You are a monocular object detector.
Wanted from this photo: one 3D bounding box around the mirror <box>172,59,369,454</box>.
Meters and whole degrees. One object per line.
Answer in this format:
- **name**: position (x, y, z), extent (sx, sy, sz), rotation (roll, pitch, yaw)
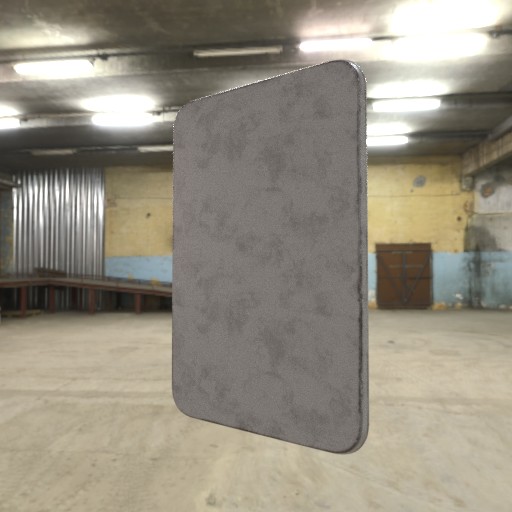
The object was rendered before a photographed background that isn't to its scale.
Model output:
- **mirror**: position (0.000, 0.000, 0.894), extent (0.461, 0.713, 0.024), rotation (-1, -2, 34)
